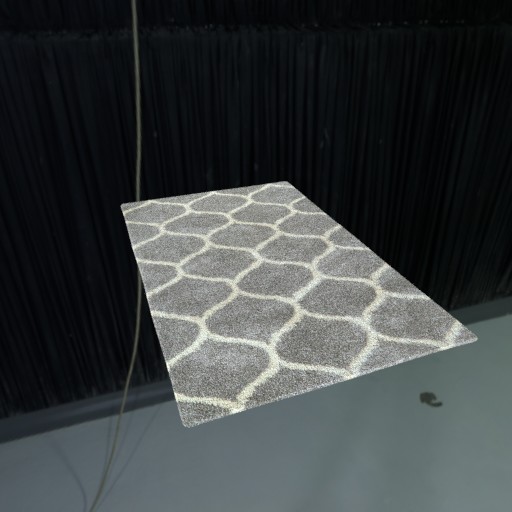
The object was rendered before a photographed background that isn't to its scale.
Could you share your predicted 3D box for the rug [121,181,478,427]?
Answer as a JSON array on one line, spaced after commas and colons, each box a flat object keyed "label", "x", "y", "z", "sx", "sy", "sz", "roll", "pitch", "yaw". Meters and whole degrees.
[{"label": "rug", "x": 0.000, "y": 0.000, "z": 2.937, "sx": 1.501, "sy": 0.025, "sz": 2.348, "roll": -11, "pitch": 32, "yaw": -18}]
